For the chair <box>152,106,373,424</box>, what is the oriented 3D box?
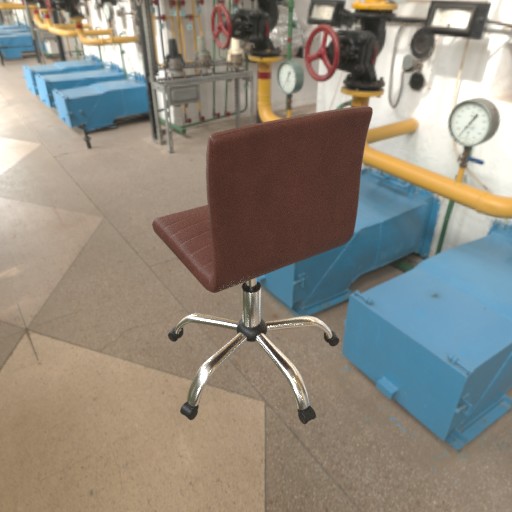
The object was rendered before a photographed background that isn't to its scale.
[{"bbox_3d":[0.000,0.000,1.159,0.556,0.780,0.530,-19,37,-28],"label":"chair"}]
